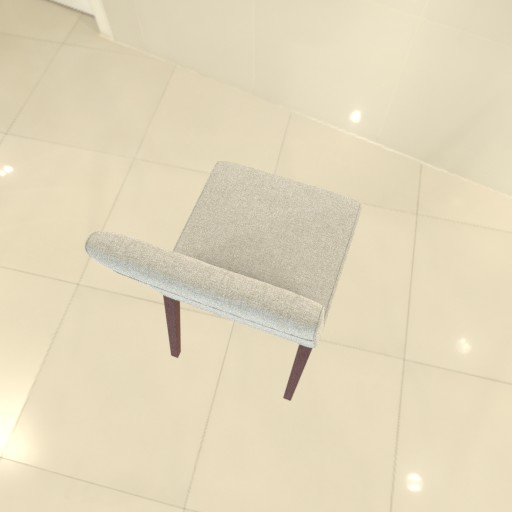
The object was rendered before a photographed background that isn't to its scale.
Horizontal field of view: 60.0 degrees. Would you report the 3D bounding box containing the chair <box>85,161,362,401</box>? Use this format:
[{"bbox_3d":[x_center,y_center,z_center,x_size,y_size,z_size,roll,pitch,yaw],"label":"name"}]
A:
[{"bbox_3d":[0.000,0.000,1.226,0.480,0.900,0.594,18,65,9],"label":"chair"}]
